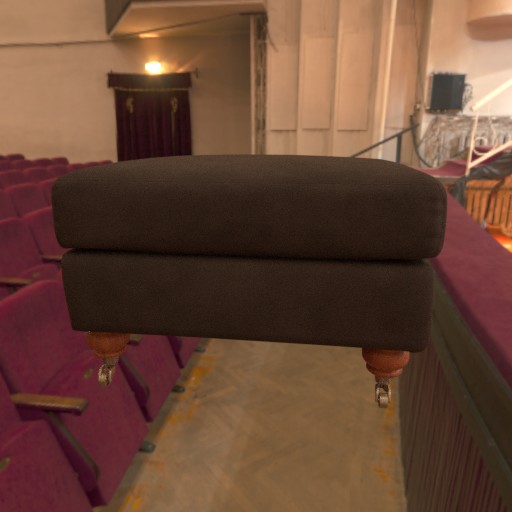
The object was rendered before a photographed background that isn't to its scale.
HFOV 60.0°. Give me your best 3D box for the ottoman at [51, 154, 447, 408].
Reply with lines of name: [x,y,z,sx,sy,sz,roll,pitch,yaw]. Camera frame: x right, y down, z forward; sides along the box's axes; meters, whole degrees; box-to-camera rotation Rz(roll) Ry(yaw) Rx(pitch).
ottoman: [0.000,0.000,1.123,0.773,0.497,0.574,2,15,8]
